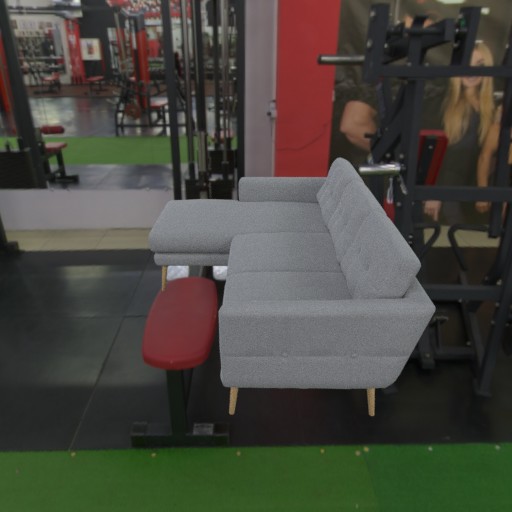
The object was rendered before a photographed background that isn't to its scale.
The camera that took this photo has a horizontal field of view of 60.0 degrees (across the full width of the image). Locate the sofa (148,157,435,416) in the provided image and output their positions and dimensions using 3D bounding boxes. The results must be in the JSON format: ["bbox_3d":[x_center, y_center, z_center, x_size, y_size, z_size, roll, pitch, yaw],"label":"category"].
[{"bbox_3d":[0.000,0.000,2.829,1.530,0.860,2.040,0,26,1],"label":"sofa"}]
